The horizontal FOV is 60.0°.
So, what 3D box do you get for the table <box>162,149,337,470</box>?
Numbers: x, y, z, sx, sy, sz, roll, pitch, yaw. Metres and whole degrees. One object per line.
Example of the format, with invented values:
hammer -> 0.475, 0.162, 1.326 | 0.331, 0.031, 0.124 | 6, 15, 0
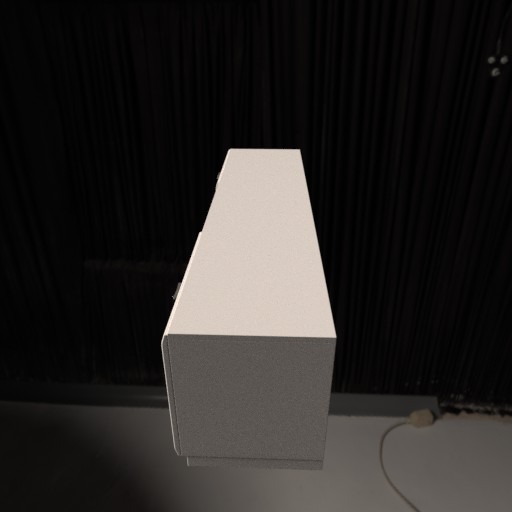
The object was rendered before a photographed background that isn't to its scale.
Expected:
table -> 0.000, 0.000, 1.735 | 0.400, 0.440, 1.550 | 1, 28, 2
